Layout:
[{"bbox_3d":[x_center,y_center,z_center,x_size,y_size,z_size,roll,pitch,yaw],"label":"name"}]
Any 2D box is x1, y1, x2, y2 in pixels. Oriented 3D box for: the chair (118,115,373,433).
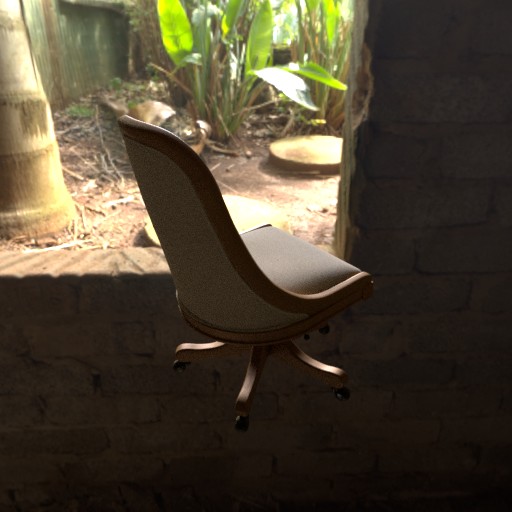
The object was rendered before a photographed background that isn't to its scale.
[{"bbox_3d":[0.000,0.000,1.551,0.811,1.009,0.702,-19,33,-32],"label":"chair"}]
